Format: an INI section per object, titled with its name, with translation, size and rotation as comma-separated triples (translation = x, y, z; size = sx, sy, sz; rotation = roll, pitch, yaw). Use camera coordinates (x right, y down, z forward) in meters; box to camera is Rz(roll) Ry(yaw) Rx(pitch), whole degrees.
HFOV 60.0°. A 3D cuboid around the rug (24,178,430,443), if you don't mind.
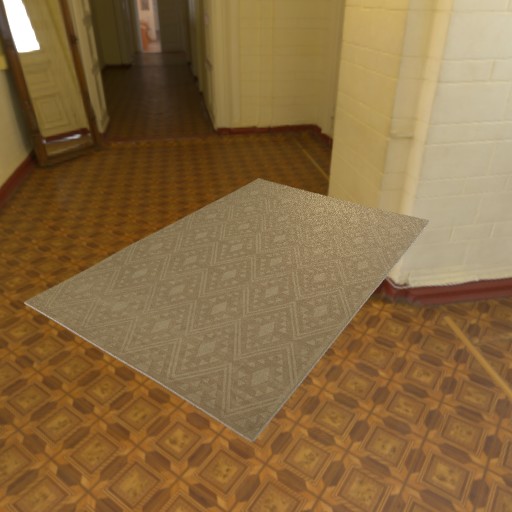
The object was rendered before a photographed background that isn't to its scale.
[rug]
translation = 0.000, 0.000, 2.301
size = 1.252, 0.034, 1.829
rotation = 20, 36, 30
